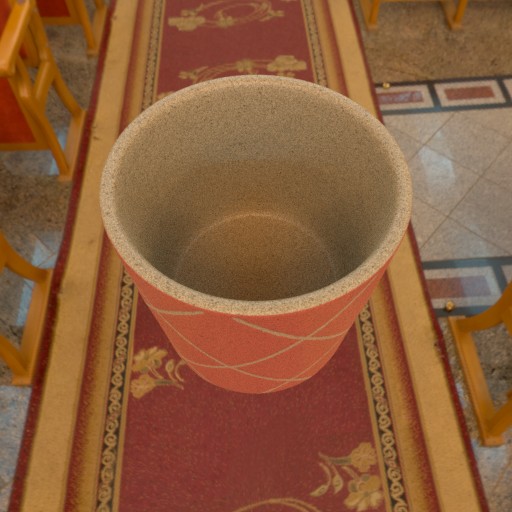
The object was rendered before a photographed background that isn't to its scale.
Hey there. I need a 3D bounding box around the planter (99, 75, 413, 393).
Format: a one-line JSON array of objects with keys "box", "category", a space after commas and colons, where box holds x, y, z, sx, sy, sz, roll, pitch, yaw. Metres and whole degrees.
[{"box": [0.000, 0.000, 0.424, 0.227, 0.235, 0.227, 0, 58, 0], "category": "planter"}]
